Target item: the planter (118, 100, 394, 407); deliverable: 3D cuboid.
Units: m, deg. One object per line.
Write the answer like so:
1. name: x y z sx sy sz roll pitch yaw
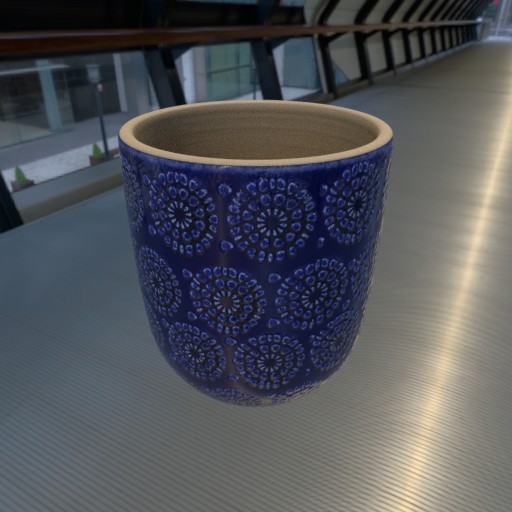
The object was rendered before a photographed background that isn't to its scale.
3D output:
1. planter: 0.000 0.000 0.350 0.184 0.206 0.184 0 29 0
